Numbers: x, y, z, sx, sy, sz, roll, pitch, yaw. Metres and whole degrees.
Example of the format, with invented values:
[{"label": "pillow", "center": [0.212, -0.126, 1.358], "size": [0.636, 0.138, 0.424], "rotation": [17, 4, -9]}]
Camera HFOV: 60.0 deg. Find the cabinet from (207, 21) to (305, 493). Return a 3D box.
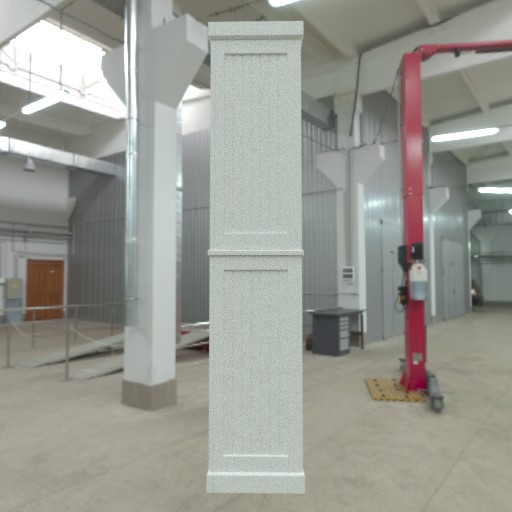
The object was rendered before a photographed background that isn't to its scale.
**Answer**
[{"label": "cabinet", "center": [0.000, 0.000, 2.091], "size": [0.390, 1.829, 0.754], "rotation": [0, -3, 1]}]
